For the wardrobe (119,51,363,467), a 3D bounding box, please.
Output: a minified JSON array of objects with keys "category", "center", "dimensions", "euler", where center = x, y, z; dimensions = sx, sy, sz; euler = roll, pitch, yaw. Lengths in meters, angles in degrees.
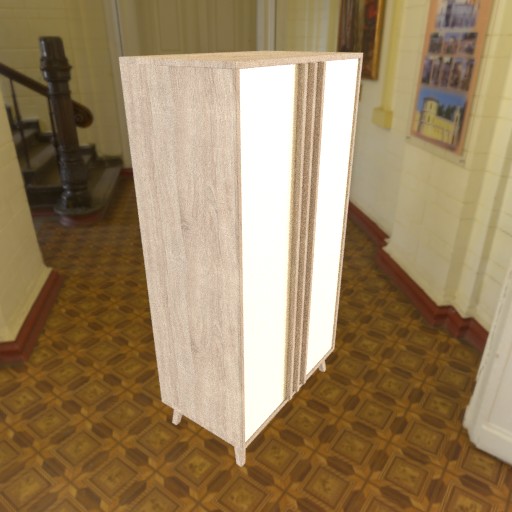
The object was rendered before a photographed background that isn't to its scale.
[{"category":"wardrobe","center":[0.000,0.000,2.369],"dimensions":[0.600,1.960,1.000],"euler":[18,31,32]}]
